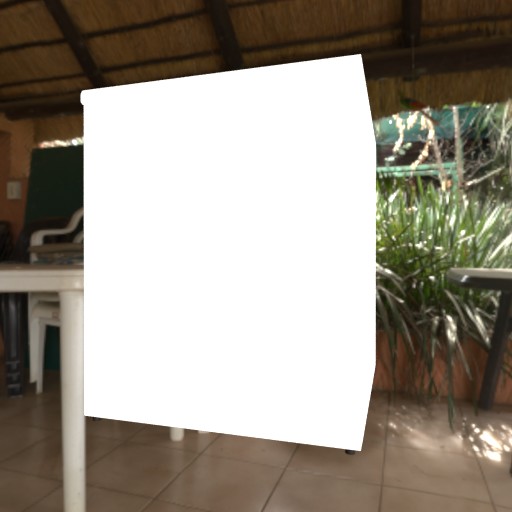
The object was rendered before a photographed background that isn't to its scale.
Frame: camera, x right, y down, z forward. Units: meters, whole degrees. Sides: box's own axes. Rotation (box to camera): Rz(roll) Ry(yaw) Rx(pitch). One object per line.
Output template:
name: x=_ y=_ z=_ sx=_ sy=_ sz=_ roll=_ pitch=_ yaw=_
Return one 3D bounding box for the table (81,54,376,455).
table: x=0.000 y=0.000 z=0.761 sx=0.380 sy=0.460 sz=0.420 roll=0 pitch=0 yaw=17
